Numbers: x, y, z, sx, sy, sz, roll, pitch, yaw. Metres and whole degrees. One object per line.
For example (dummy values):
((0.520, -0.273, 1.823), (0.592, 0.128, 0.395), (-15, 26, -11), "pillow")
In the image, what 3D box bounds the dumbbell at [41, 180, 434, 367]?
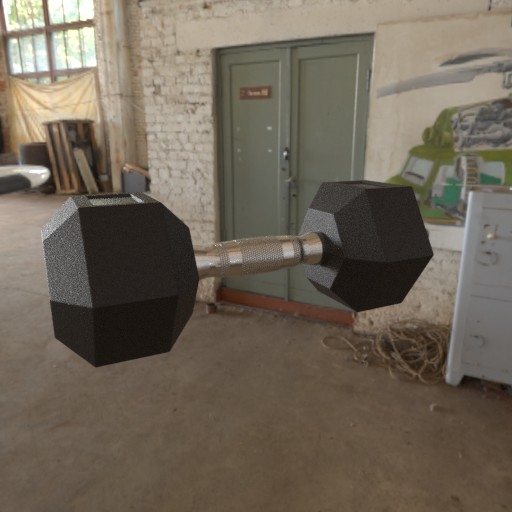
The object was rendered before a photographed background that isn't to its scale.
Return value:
((0.000, 0.000, 0.416), (0.356, 0.123, 0.141), (-7, 17, -25), "dumbbell")
